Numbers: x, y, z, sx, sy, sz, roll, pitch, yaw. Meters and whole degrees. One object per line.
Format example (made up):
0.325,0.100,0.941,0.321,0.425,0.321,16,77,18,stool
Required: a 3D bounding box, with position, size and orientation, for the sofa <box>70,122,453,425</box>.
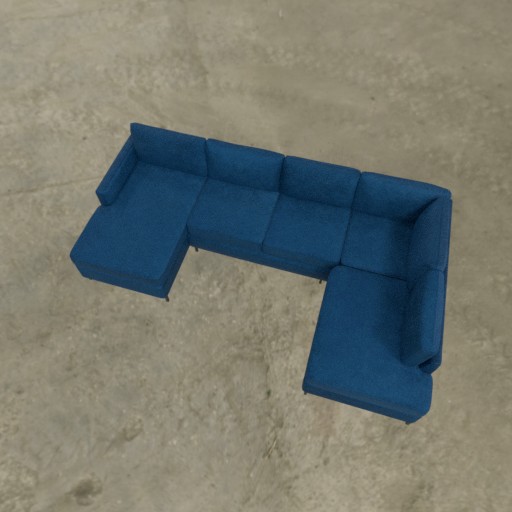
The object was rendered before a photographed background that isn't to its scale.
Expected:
0.000,0.000,4.225,3.434,0.992,2.055,14,59,9,sofa
